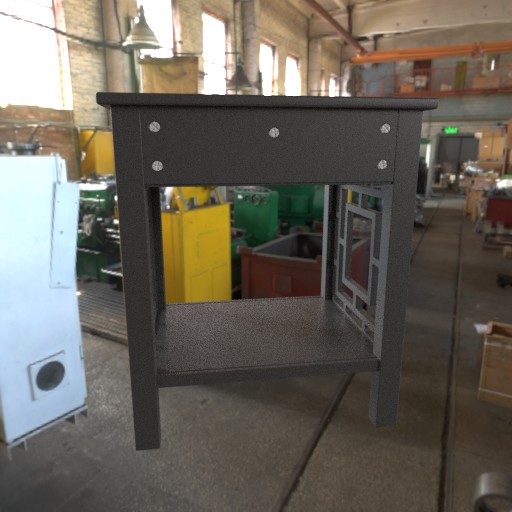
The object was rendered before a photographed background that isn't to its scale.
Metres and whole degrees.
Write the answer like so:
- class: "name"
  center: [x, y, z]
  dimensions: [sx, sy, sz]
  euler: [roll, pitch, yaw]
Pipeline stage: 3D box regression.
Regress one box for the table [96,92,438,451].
- class: "table"
  center: [0.000, 0.000, 1.010]
  dimensions: [0.564, 0.646, 0.451]
  euler: [-2, 14, -8]
